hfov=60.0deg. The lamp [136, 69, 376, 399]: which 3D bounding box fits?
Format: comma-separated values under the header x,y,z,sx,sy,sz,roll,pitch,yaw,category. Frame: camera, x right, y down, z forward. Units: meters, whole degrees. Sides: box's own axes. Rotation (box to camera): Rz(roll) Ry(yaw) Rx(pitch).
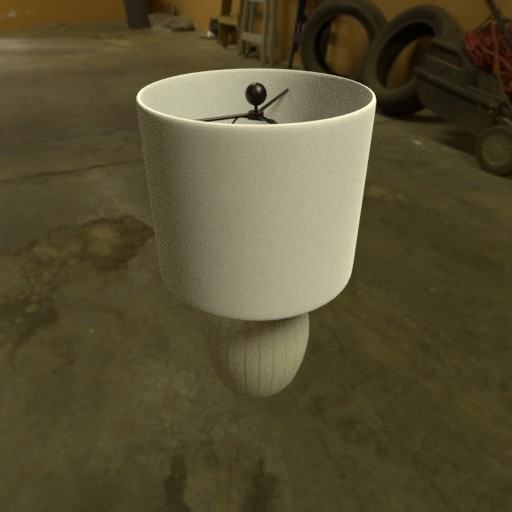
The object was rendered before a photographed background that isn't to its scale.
x,y,z,sx,sy,sz,roll,pitch,yaw,category
0.000,0.000,0.767,0.329,0.570,0.329,11,35,17,lamp
